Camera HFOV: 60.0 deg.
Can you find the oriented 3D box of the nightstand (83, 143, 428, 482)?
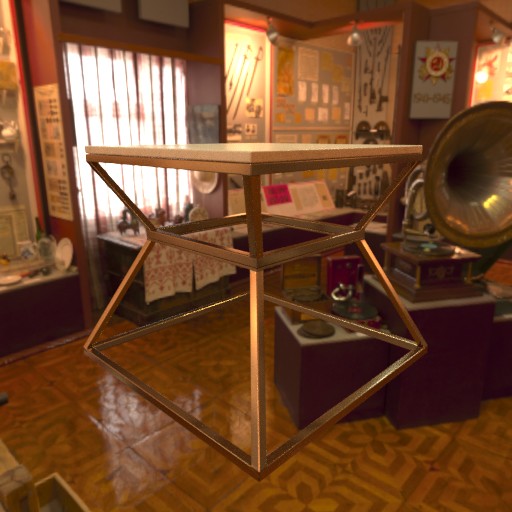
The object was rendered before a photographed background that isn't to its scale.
[{"bbox_3d":[0.000,0.000,0.882,0.514,0.426,0.513,14,21,42],"label":"nightstand"}]
